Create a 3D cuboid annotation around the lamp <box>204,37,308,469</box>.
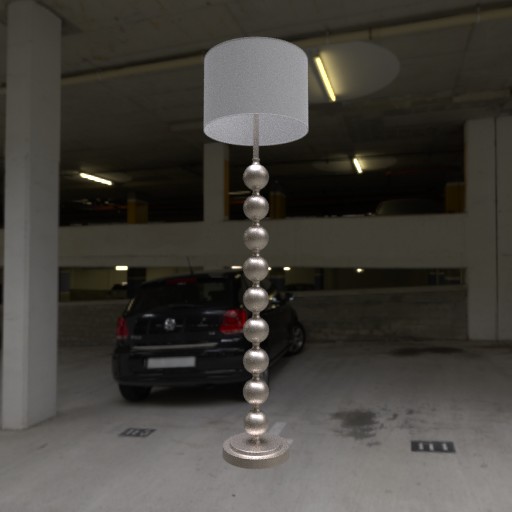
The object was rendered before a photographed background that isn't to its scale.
[{"bbox_3d":[0.000,0.000,1.667,0.394,1.474,0.394,0,-1,18],"label":"lamp"}]
